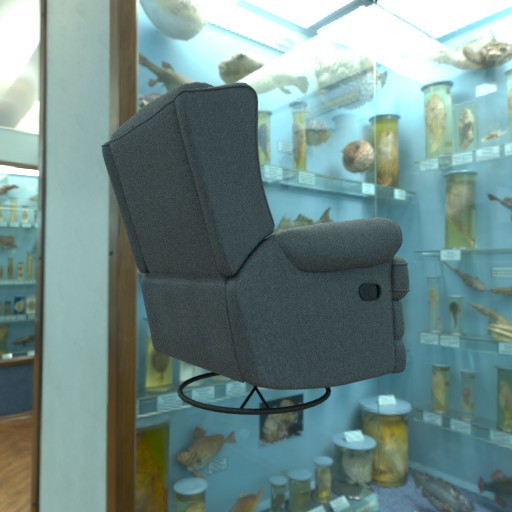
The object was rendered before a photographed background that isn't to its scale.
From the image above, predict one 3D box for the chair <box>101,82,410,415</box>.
[{"bbox_3d":[0.000,0.000,1.682,0.969,1.011,0.847,1,-2,-37],"label":"chair"}]
